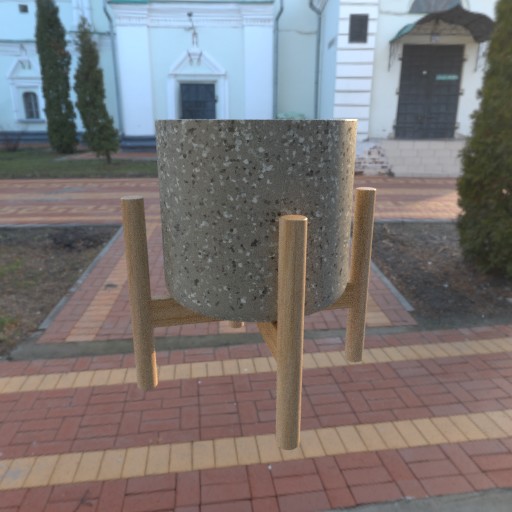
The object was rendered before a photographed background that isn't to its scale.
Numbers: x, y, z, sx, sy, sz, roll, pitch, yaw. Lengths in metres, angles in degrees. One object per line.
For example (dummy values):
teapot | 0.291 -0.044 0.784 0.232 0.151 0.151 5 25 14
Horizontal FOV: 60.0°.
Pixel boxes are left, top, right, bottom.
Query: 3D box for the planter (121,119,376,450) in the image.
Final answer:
planter | 0.000 0.000 0.544 0.284 0.320 0.284 3 17 9
